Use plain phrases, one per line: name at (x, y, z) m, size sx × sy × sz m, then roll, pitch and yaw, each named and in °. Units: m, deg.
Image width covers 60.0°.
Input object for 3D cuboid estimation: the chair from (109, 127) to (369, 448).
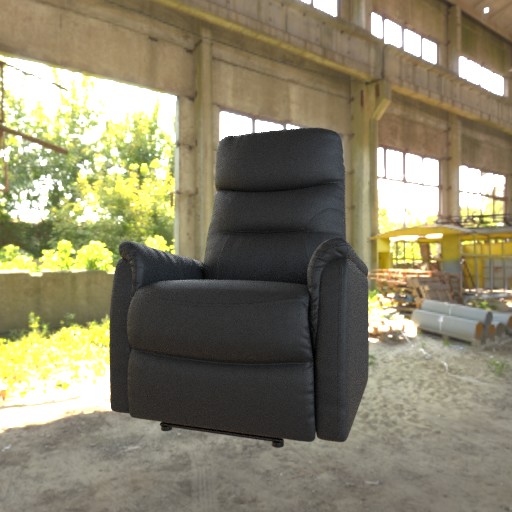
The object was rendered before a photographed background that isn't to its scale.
chair at (0.000, 0.000, 1.653) m, size 0.775 × 1.082 × 0.831 m, roll 0°, pitch 0°, yaw 19°
